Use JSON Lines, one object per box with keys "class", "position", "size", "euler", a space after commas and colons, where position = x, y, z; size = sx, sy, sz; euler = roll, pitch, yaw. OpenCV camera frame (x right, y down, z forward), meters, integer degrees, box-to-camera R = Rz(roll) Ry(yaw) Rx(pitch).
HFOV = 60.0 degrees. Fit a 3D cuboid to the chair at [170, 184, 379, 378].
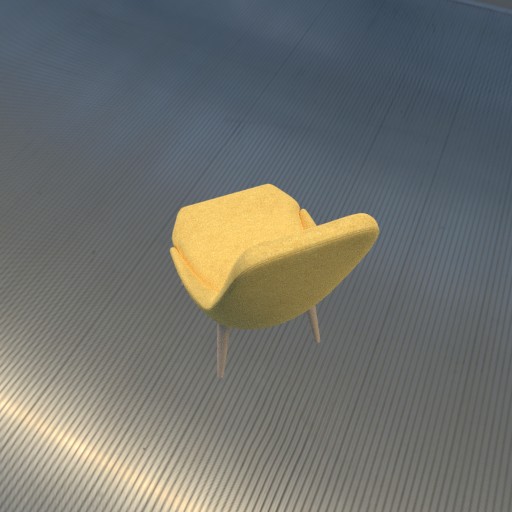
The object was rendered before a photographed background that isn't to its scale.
{"class": "chair", "position": [0.000, 0.000, 1.429], "size": [0.510, 1.040, 0.660], "euler": [-17, 59, -11]}
